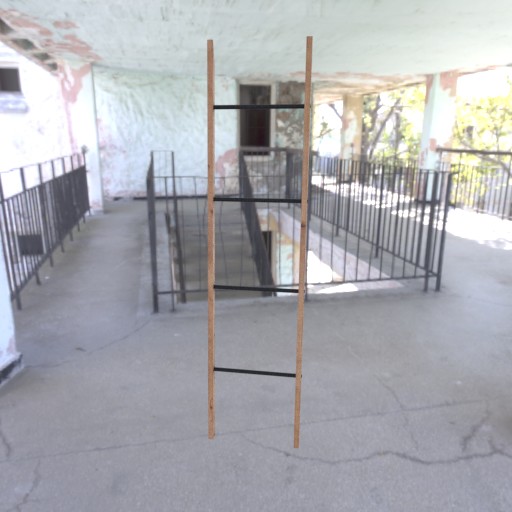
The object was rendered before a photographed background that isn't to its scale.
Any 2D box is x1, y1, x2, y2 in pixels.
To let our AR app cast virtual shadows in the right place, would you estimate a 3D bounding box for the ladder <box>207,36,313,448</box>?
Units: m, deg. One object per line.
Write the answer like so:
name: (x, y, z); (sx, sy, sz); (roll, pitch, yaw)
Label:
ladder: (0.000, 0.000, 1.974); (0.442, 1.805, 0.200); (2, 15, 9)
